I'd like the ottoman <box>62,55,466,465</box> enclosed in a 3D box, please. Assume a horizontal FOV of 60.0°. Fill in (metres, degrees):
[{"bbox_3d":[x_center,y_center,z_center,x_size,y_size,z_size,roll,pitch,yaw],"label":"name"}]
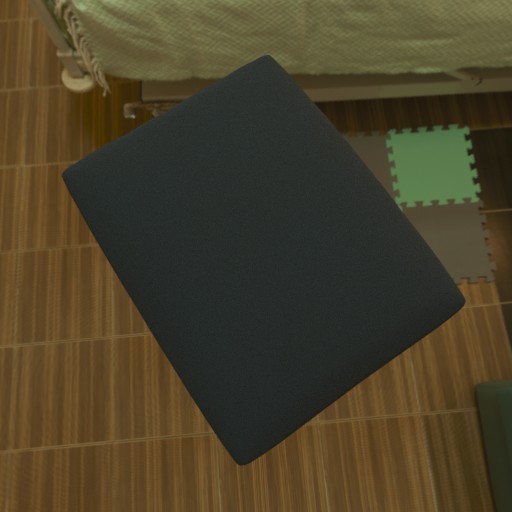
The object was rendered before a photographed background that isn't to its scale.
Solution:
[{"bbox_3d":[0.000,0.000,1.117,0.584,0.513,0.741,-33,78,-8],"label":"ottoman"}]
